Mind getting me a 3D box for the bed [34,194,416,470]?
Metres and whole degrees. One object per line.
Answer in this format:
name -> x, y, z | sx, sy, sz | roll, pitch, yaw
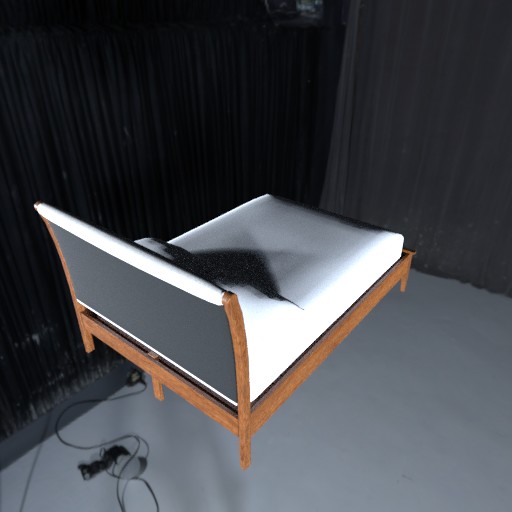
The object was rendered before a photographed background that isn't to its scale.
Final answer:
bed -> 0.000, 0.000, 3.324 | 1.612, 1.250, 2.380 | 22, 37, 33
